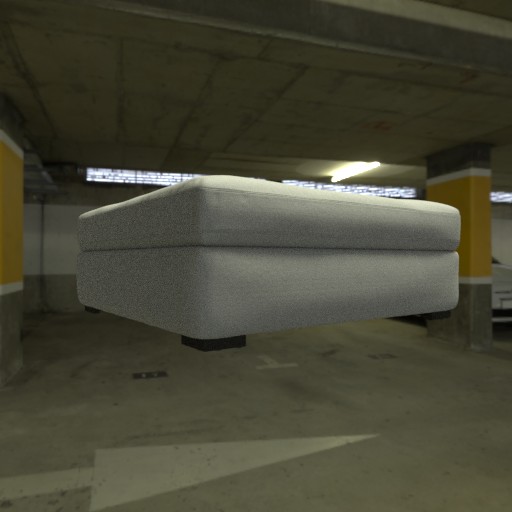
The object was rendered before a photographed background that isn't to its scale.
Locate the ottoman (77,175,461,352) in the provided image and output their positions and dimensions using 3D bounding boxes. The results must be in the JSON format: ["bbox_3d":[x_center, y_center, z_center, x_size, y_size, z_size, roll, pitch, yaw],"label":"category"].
[{"bbox_3d":[0.000,0.000,1.817,1.167,0.482,1.163,0,-1,-36],"label":"ottoman"}]
